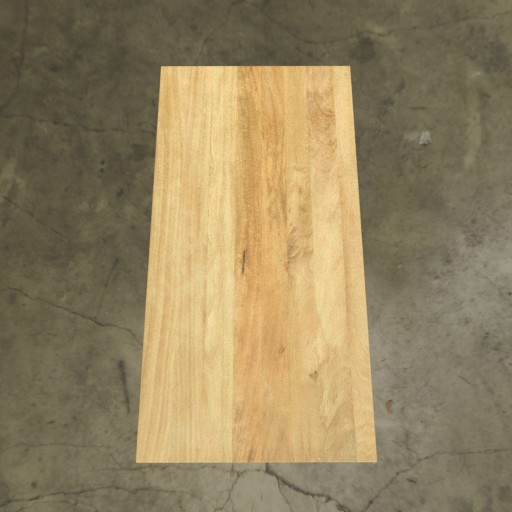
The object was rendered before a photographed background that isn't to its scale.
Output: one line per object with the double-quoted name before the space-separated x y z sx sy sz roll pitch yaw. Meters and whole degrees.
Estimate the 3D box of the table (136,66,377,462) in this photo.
"table" 0.000 0.000 1.652 0.699 0.400 1.348 0 75 0
